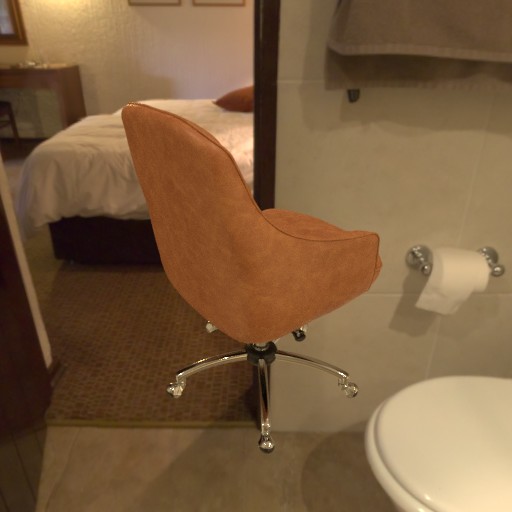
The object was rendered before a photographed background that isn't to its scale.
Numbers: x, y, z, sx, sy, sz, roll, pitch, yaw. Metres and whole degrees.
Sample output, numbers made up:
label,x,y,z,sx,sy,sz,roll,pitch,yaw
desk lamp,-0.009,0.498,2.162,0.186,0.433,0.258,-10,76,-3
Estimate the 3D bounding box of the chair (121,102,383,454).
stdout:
label,x,y,z,sx,sy,sz,roll,pitch,yaw
chair,0.000,0.000,1.323,0.615,0.909,0.628,-19,33,-32
